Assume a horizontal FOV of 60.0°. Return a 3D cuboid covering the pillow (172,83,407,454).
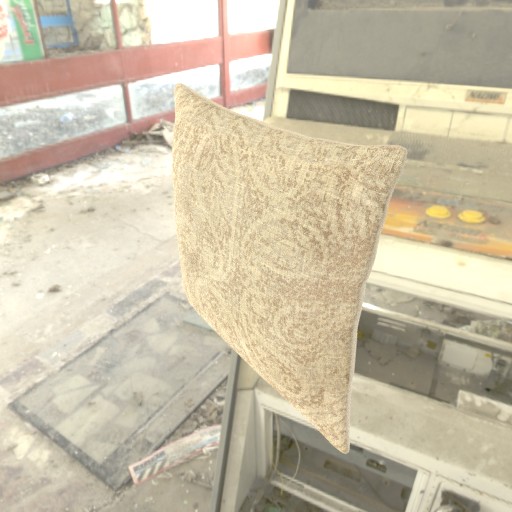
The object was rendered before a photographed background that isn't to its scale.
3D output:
[{"bbox_3d":[0.000,0.000,0.779,0.166,0.510,0.523,-21,36,-31],"label":"pillow"}]
